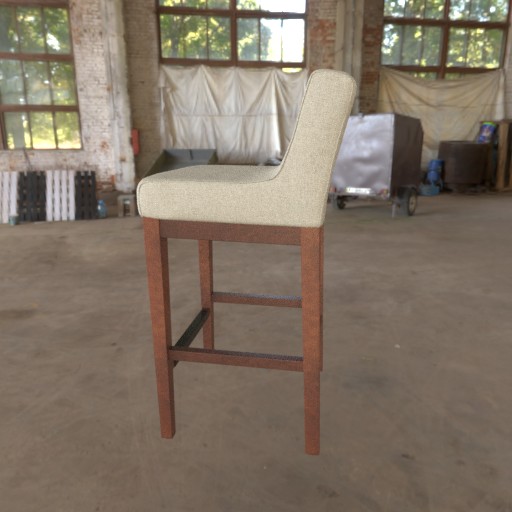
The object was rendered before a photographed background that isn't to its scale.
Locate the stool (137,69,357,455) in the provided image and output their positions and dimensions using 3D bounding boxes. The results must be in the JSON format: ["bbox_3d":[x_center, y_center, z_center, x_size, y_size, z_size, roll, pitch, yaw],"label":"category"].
[{"bbox_3d":[0.000,0.000,1.276,0.500,0.937,0.511,2,15,9],"label":"stool"}]
